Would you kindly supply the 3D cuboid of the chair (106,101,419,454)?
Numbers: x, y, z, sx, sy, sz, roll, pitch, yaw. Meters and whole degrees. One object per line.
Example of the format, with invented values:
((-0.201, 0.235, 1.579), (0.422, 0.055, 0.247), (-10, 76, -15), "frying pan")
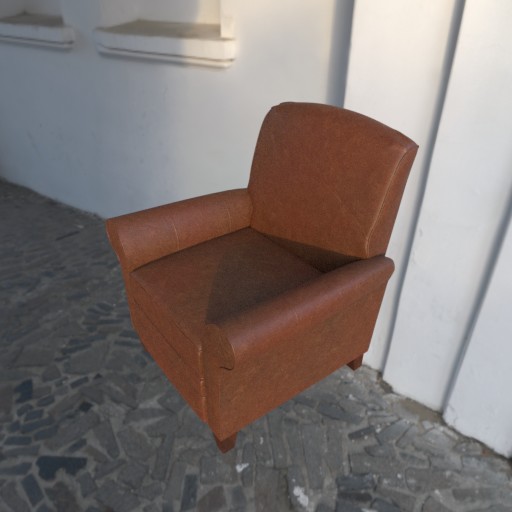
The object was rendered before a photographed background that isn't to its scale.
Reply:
((0.000, 0.000, 1.802), (0.902, 1.061, 0.978), (-21, 37, -31), "chair")
